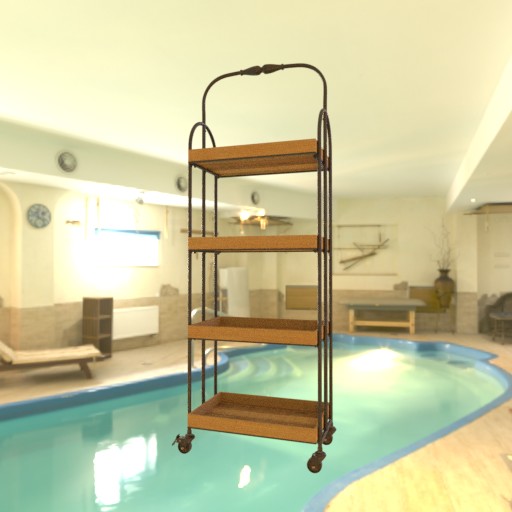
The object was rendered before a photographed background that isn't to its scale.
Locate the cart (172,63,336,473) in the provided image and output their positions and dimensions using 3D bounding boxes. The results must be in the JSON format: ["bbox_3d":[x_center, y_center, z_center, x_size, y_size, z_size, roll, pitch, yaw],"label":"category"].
[{"bbox_3d":[0.000,0.000,1.718,0.581,1.481,0.308,0,-1,18],"label":"cart"}]
